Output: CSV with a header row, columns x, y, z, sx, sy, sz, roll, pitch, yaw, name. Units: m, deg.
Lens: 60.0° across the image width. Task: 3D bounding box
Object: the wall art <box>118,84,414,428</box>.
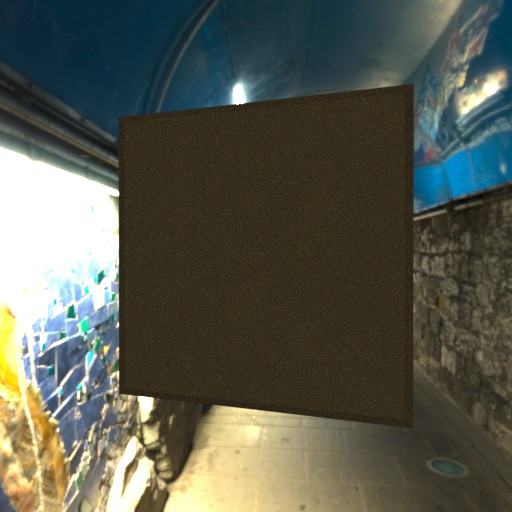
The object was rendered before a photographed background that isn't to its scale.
x,y,z,sx,sy,sz,roll,pitch,yaw,name
0.000,0.000,0.456,0.304,0.303,0.038,0,0,18,wall art
